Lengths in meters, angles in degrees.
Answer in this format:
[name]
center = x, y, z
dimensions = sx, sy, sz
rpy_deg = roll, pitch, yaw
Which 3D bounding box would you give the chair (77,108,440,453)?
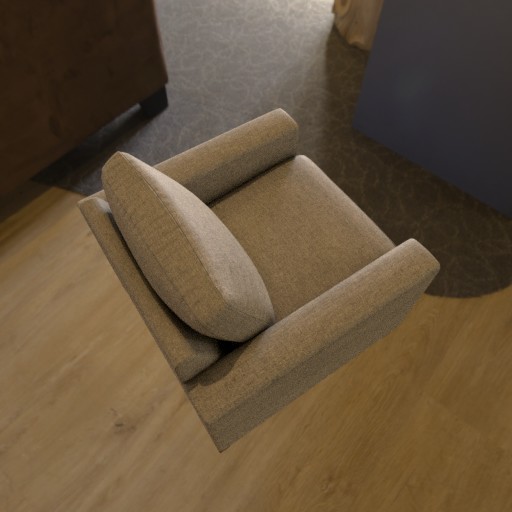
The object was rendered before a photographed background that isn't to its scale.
[chair]
center = 0.000, 0.000, 1.847
dimensions = 1.038, 1.010, 1.024
rpy_deg = -30, 63, -17
